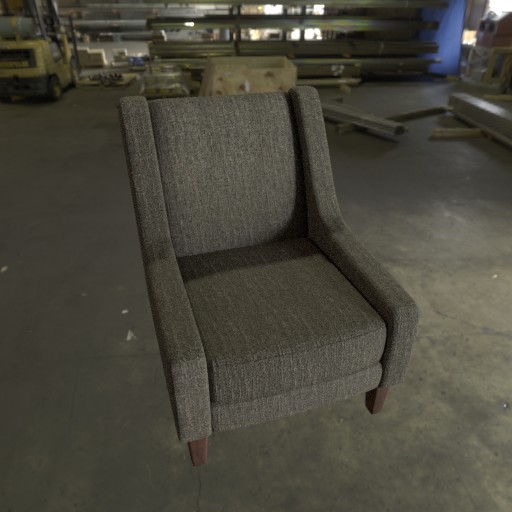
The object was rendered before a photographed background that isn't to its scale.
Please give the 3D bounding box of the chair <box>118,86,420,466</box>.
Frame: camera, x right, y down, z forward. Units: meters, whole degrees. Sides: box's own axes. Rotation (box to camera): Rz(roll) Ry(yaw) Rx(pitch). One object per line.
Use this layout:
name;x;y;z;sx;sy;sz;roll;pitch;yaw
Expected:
chair;0.000;0.000;1.628;0.793;1.012;0.944;-10;32;-16
